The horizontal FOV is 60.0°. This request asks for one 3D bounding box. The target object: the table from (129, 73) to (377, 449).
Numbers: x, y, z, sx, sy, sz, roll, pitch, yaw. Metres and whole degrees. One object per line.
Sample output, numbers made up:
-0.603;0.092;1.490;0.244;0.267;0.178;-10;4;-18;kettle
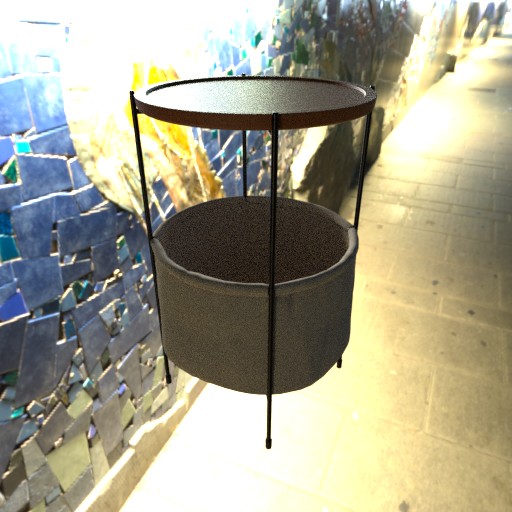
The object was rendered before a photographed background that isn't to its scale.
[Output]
0.000;0.000;0.871;0.393;0.623;0.393;21;35;32;table
